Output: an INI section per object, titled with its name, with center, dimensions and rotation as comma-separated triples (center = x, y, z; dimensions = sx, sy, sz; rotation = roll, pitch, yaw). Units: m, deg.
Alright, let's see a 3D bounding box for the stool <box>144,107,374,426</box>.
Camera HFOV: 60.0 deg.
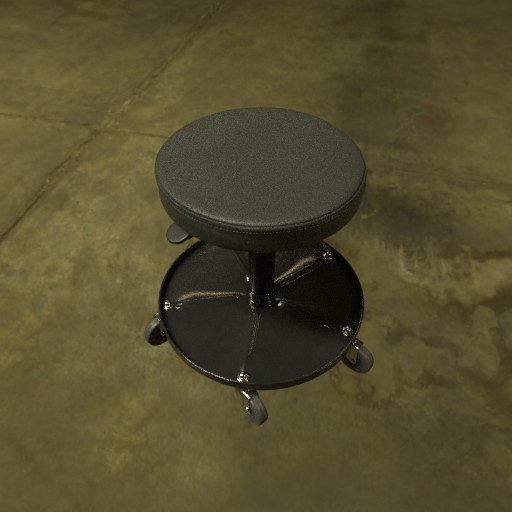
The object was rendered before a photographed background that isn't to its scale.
[stool]
center = 0.000, 0.000, 0.695
dimensions = 0.382, 0.365, 0.381
rotation = -23, 50, -21
